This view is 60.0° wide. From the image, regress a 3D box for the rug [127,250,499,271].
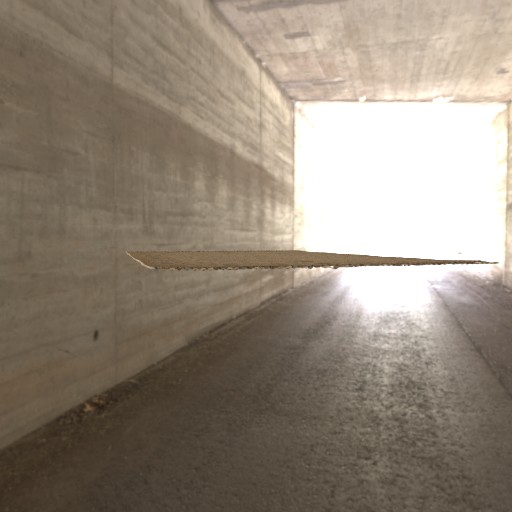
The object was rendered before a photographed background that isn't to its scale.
[{"bbox_3d":[0.000,0.000,2.265,1.218,0.017,1.861,-1,2,-18],"label":"rug"}]
